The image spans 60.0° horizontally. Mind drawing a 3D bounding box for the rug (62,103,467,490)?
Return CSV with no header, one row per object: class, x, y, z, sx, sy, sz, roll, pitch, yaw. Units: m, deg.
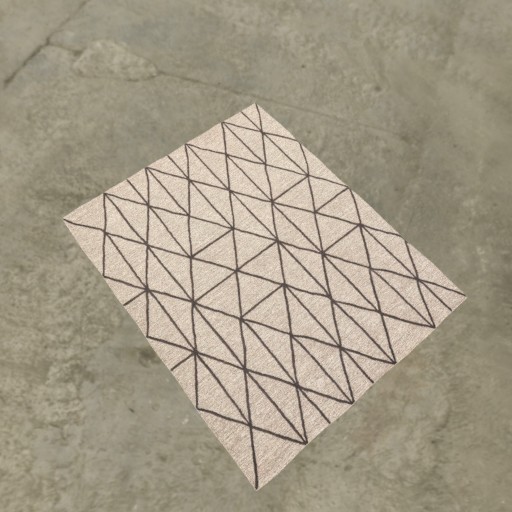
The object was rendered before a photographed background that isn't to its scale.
rug,0.000,0.000,4.162,2.468,0.022,3.061,-36,69,-16
